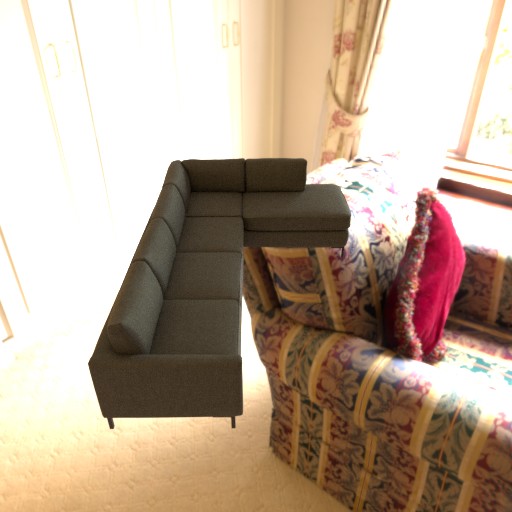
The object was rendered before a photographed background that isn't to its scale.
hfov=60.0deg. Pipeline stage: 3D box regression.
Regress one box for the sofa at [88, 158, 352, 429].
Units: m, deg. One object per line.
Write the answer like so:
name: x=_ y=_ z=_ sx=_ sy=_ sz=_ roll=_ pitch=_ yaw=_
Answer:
sofa: x=0.000 y=0.000 z=3.901 sx=1.984 sy=0.858 sz=2.972 roll=0 pitch=32 yaw=-1
